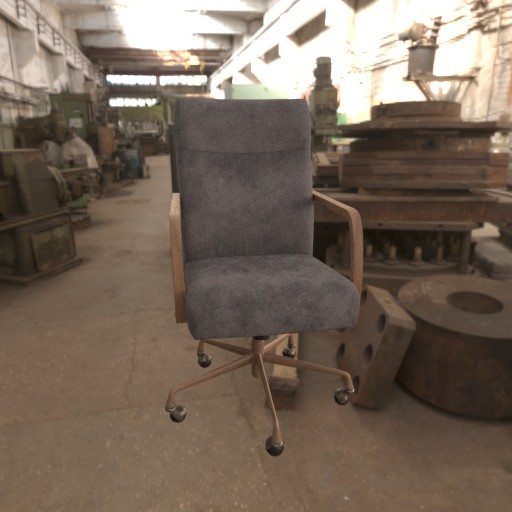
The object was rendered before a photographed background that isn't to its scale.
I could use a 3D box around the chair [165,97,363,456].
[{"bbox_3d":[0.000,0.000,1.475,0.640,1.029,0.741,-3,16,-9],"label":"chair"}]
